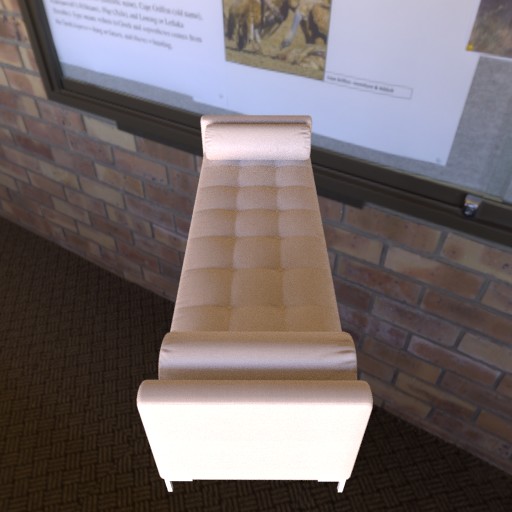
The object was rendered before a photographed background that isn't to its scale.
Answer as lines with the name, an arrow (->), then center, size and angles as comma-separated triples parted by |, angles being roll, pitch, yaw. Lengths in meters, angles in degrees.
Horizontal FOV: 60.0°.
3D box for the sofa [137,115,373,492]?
sofa -> 0.000, 0.000, 2.199 | 0.686, 0.635, 1.981 | 0, 41, 0
